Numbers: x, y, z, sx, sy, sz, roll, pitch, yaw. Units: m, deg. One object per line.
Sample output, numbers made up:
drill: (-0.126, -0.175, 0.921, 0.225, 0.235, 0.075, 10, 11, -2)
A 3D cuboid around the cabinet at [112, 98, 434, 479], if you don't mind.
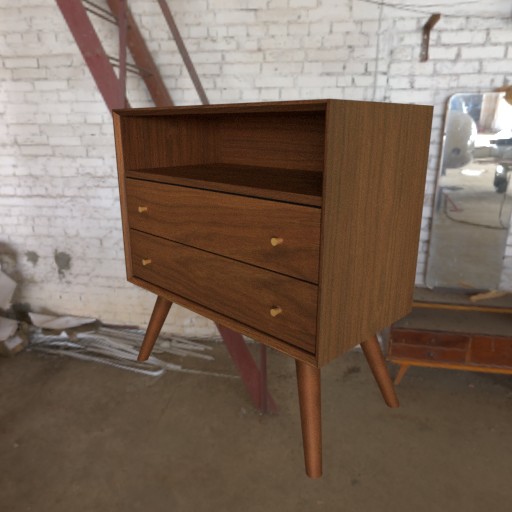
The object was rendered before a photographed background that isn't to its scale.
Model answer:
cabinet: (0.000, 0.000, 1.177, 0.712, 0.748, 0.388, 16, 23, 42)
